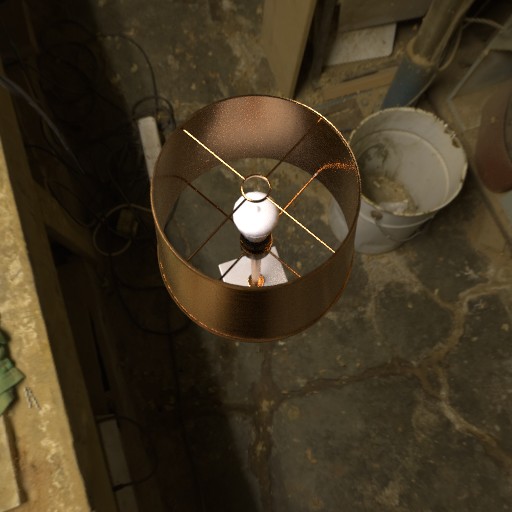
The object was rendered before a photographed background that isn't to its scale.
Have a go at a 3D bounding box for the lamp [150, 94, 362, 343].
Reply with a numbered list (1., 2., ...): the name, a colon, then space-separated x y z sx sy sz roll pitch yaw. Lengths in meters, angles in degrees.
1. lamp: 0.000 0.000 0.523 0.208 0.406 0.208 0 75 0
